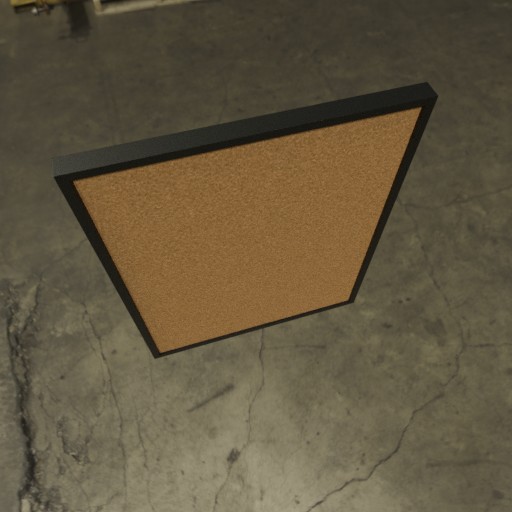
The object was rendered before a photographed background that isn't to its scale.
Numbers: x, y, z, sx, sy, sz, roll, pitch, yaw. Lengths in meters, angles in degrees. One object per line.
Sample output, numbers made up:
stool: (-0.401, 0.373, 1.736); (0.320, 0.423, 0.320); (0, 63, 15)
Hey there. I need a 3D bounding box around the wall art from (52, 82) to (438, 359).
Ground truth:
wall art: (0.000, 0.000, 0.747); (0.457, 0.559, 0.029); (-14, 58, -9)
